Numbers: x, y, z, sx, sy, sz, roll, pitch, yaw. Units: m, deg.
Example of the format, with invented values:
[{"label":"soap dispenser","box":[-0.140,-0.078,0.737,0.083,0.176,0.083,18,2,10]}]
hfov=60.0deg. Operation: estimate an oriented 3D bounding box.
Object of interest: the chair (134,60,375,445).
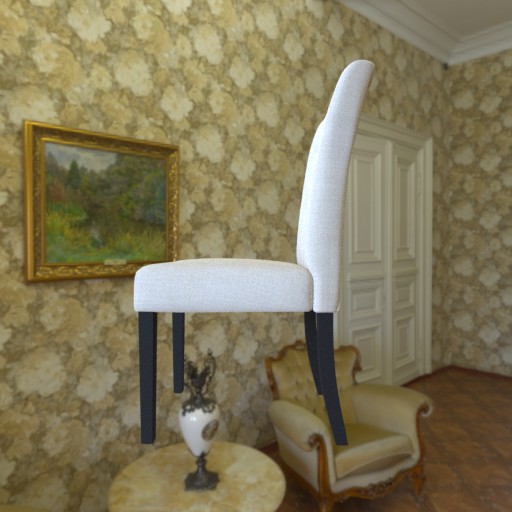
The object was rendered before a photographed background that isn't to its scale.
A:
[{"label":"chair","box":[0.000,0.000,1.277,0.597,0.921,0.509,0,1,1]}]
